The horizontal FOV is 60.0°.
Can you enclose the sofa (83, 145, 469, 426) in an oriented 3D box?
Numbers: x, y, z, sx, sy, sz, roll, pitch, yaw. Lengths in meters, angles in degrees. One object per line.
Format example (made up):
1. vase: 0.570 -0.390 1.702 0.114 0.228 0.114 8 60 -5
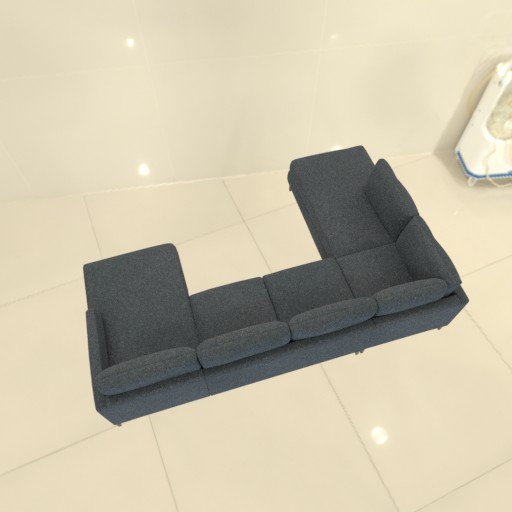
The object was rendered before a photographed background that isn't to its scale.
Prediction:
1. sofa: 0.000 0.000 3.909 2.956 0.813 2.007 -14 59 -9
